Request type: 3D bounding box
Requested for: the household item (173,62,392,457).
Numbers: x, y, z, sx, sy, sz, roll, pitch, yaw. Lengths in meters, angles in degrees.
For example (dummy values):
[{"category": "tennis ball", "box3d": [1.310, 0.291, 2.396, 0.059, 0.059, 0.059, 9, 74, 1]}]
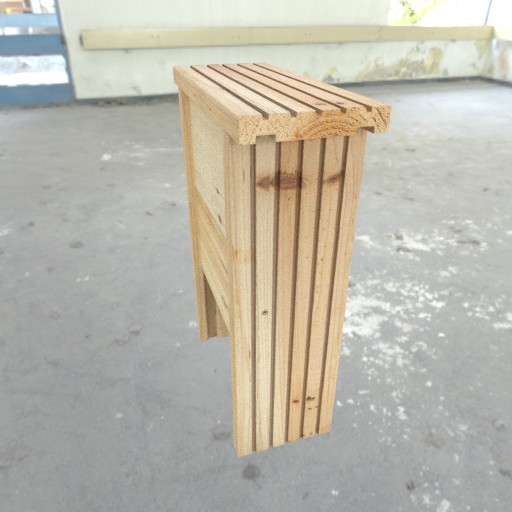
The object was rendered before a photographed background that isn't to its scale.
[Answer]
[{"category": "household item", "box3d": [0.000, 0.000, 0.548, 0.123, 0.407, 0.301, -9, 31, -15]}]
